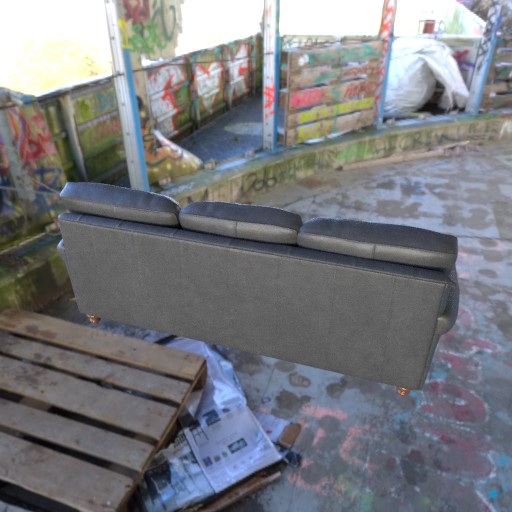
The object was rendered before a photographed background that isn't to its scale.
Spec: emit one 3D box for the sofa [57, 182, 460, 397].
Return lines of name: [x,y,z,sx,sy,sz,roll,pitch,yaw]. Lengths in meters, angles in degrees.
sofa: [0.000,0.000,2.853,2.387,0.977,0.974,10,33,15]
